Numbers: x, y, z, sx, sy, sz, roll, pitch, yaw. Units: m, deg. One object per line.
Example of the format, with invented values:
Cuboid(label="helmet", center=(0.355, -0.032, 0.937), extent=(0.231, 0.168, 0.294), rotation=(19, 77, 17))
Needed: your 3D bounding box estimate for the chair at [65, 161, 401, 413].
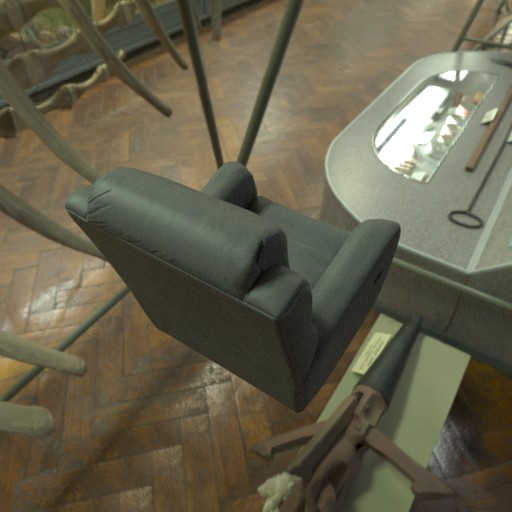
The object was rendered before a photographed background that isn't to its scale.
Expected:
Cuboid(label="chair", center=(0.000, 0.000, 1.928), extent=(0.965, 1.116, 1.068), rotation=(25, 50, 23))
